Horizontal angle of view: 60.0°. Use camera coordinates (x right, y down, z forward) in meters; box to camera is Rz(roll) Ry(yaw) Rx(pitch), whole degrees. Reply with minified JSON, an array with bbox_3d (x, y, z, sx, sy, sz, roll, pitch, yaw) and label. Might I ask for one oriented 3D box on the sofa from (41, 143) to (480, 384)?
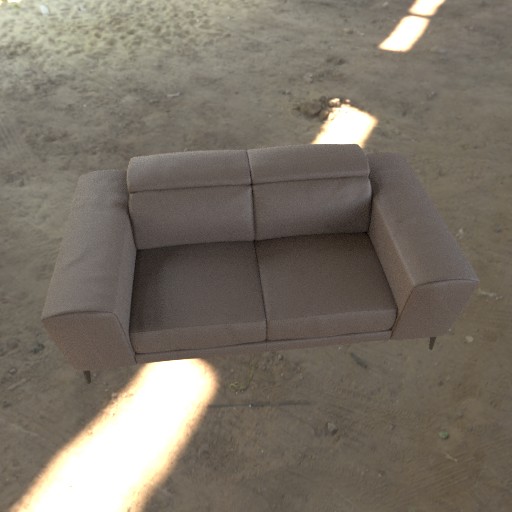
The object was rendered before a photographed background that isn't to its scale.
[{"bbox_3d":[0.000,0.000,2.363,1.895,0.779,1.003,-5,46,-4],"label":"sofa"}]
